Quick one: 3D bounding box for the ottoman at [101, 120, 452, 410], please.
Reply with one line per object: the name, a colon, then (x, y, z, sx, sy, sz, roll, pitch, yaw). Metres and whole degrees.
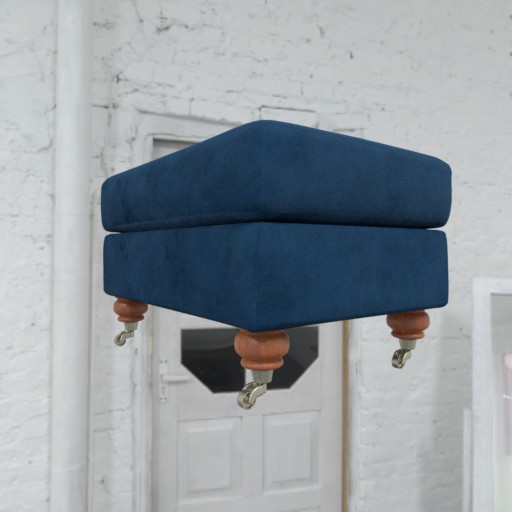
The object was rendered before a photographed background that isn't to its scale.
ottoman: (0.000, 0.000, 1.127, 0.572, 0.503, 0.773, -1, 1, -37)
